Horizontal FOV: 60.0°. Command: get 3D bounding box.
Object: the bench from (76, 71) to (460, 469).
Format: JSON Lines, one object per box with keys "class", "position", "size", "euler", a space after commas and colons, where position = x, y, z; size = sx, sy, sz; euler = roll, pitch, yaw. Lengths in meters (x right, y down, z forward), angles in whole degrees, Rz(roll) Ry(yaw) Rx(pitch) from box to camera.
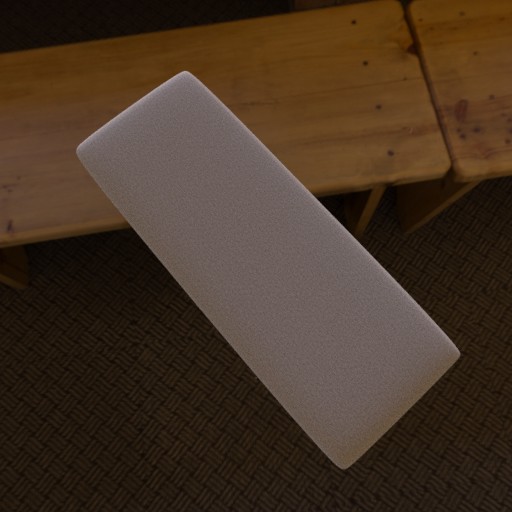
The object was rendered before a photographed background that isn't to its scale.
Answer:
{"class": "bench", "position": [0.000, 0.000, 1.847], "size": [0.631, 0.383, 1.598], "euler": [-40, 78, -10]}
